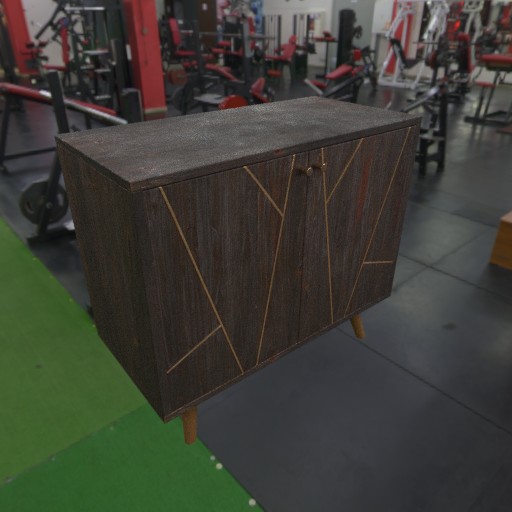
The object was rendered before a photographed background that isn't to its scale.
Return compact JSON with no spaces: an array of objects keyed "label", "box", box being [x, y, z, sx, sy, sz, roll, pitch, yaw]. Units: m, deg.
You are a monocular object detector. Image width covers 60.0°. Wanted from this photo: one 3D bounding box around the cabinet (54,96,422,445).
[{"label":"cabinet","box":[0.000,0.000,1.551,1.023,0.897,0.529,-21,35,-33]}]
